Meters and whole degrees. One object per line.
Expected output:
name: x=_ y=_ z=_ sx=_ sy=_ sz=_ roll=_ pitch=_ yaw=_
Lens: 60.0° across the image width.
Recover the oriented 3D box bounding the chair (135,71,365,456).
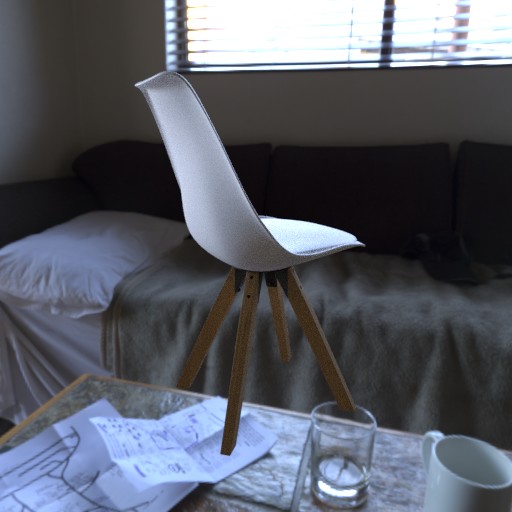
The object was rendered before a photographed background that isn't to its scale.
chair: x=0.000 y=0.000 z=1.168 sx=0.550 sy=0.849 sz=0.485 roll=-8 pitch=16 yaw=-27
